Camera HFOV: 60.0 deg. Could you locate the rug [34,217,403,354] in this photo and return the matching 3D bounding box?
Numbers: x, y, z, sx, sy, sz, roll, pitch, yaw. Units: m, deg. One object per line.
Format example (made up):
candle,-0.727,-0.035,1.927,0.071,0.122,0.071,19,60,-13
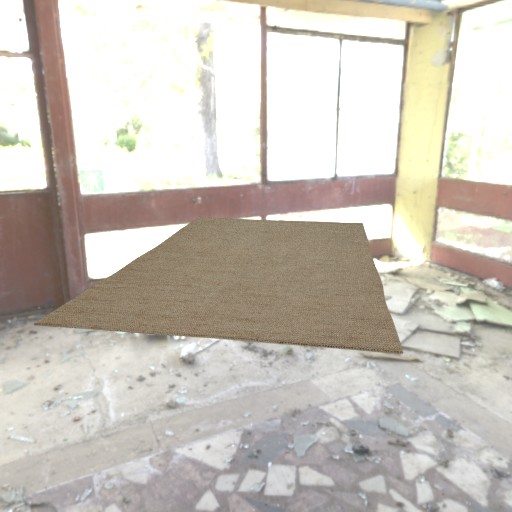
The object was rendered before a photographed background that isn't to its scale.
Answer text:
rug,0.000,0.000,2.930,1.533,0.011,2.439,3,16,9
